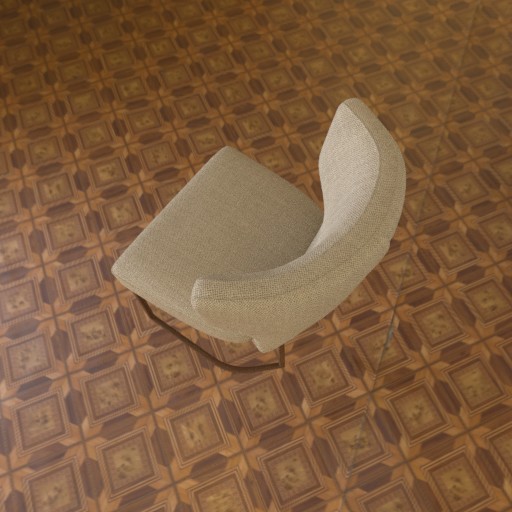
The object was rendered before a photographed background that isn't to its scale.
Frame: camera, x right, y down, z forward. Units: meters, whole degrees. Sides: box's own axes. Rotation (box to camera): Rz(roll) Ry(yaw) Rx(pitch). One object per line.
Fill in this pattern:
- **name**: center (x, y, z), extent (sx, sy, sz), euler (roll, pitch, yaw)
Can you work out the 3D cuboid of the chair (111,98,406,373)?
- **chair**: center (0.000, 0.000, 1.263), extent (0.617, 0.824, 0.611), euler (32, 67, 15)
